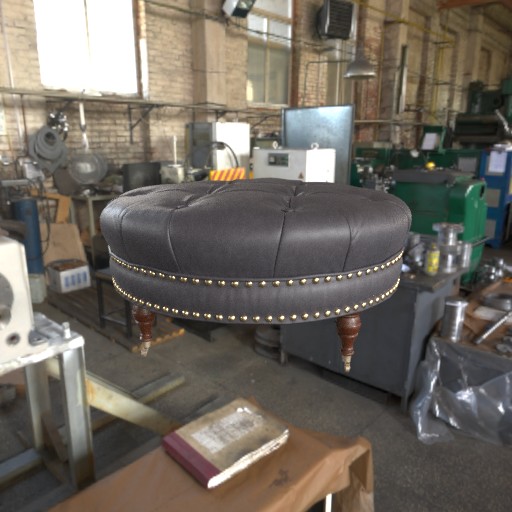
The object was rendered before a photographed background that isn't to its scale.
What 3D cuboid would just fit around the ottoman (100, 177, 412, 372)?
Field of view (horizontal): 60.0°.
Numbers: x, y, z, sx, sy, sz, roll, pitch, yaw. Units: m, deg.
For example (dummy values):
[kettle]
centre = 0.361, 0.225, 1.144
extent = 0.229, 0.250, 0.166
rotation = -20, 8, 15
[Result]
[ottoman]
centre = 0.000, 0.000, 1.363
extent = 0.901, 0.439, 0.901
rotation = 0, 14, 0
